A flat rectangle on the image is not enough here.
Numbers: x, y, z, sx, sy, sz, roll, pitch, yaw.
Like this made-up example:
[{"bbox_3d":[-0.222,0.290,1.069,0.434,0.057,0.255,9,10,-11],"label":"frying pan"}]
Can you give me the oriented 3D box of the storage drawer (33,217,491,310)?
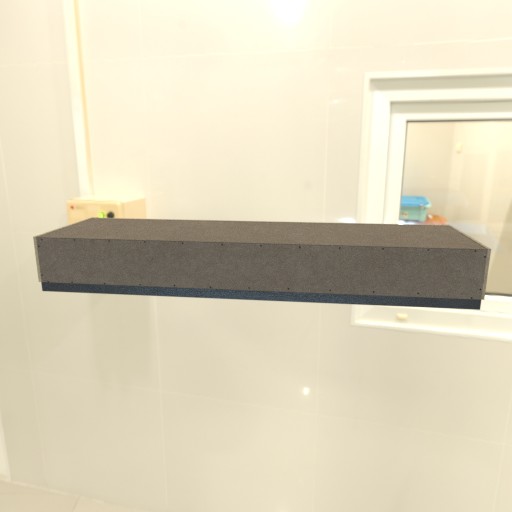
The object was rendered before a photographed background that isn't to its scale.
[{"bbox_3d":[0.000,0.000,2.311,2.072,0.274,0.591,2,14,7],"label":"storage drawer"}]
